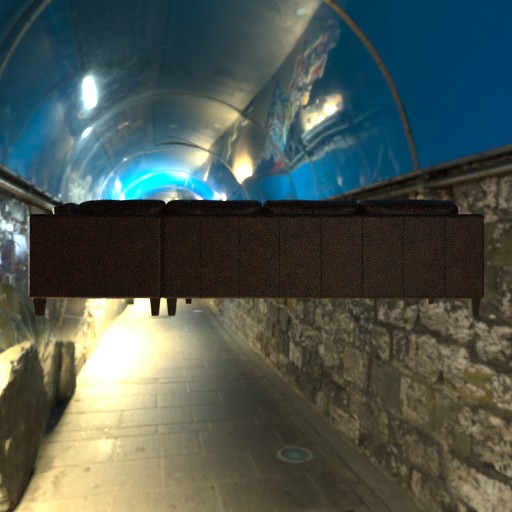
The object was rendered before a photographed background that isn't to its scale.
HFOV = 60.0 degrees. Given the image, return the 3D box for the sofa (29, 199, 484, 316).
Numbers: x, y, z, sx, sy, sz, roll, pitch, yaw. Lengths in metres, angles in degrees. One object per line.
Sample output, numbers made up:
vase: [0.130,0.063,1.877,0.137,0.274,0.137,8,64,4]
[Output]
sofa: [0.000,0.000,4.251,3.152,0.836,2.438,0,0,0]
